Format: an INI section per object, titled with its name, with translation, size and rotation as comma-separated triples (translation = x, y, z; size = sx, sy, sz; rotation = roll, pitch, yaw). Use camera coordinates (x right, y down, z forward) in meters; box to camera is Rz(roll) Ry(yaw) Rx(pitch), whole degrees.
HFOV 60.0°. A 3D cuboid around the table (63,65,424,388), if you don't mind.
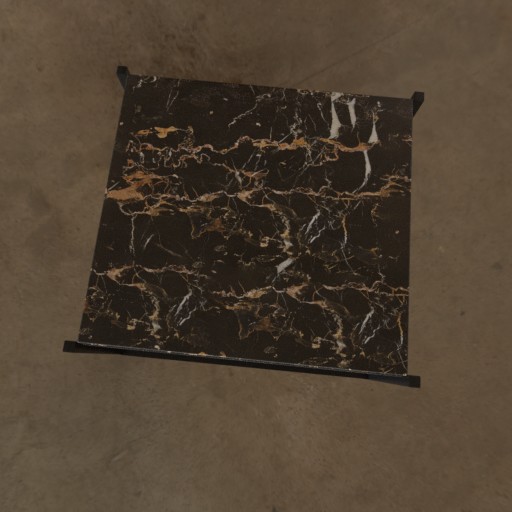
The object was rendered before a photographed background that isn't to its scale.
[table]
translation = 0.000, 0.000, 0.884
size = 0.469, 0.534, 0.432
rotation = 5, 77, 1
